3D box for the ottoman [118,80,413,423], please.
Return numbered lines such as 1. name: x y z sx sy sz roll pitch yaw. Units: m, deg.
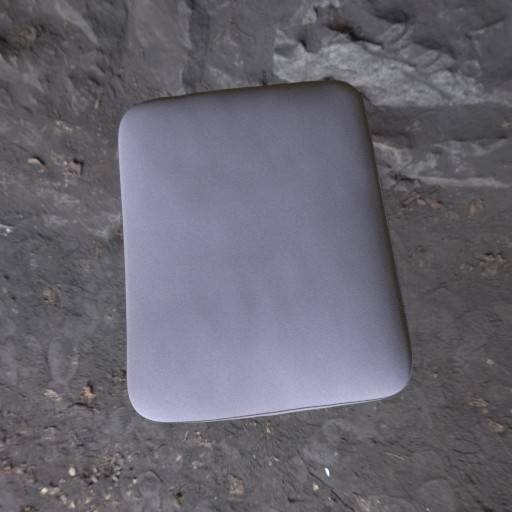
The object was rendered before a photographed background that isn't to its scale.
1. ottoman: 0.000 0.000 1.135 0.593 0.478 0.747 -6 75 -2
